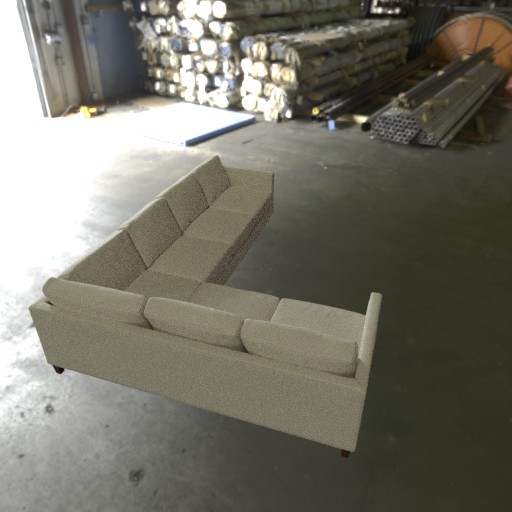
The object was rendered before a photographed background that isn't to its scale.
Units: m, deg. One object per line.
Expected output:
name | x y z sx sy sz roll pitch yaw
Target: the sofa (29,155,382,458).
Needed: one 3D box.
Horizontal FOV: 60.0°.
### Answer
sofa | 0.000 0.000 4.265 2.432 0.863 3.182 10 33 16
